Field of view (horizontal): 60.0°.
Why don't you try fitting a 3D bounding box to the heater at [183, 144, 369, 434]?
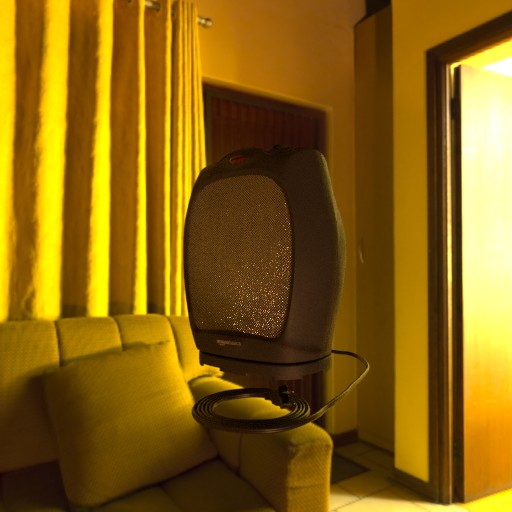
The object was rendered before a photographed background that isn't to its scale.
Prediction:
[{"bbox_3d":[0.000,0.000,0.474,0.239,0.255,0.291,-1,-1,37],"label":"heater"}]
